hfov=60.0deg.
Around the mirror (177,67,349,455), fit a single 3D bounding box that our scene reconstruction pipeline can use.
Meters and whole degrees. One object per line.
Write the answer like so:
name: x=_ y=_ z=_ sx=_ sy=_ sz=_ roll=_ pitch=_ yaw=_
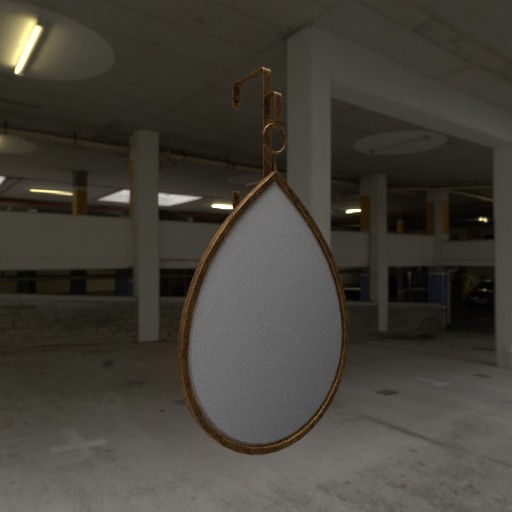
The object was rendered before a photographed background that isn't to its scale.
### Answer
mirror: x=0.000 y=0.000 z=0.899 sx=0.405 sy=0.744 sz=0.144 roll=1 pitch=-1 yaw=-37
